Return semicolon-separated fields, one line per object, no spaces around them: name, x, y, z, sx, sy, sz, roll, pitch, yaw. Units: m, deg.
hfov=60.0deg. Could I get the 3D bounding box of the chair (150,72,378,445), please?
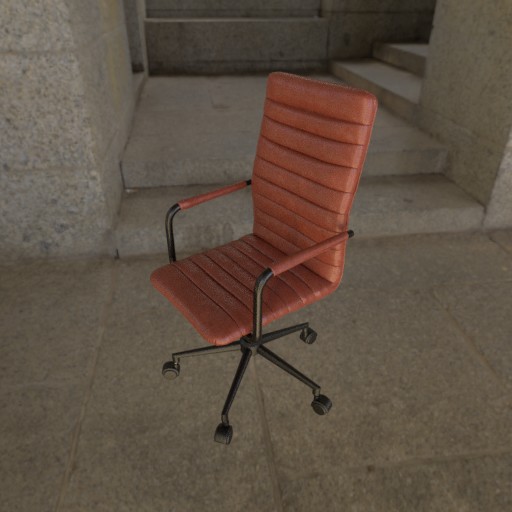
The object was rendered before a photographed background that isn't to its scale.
chair;0.000;0.000;1.359;0.580;0.979;0.608;-21;37;-31
